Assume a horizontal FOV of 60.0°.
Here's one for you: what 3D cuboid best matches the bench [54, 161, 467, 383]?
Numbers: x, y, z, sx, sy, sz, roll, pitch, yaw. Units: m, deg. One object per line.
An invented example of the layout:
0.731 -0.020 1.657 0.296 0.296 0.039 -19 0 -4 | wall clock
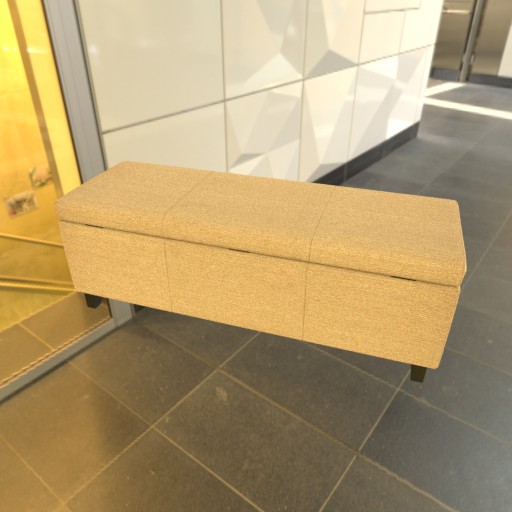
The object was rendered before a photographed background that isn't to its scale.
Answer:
0.000 0.000 1.542 1.269 0.438 0.446 10 33 15 | bench
